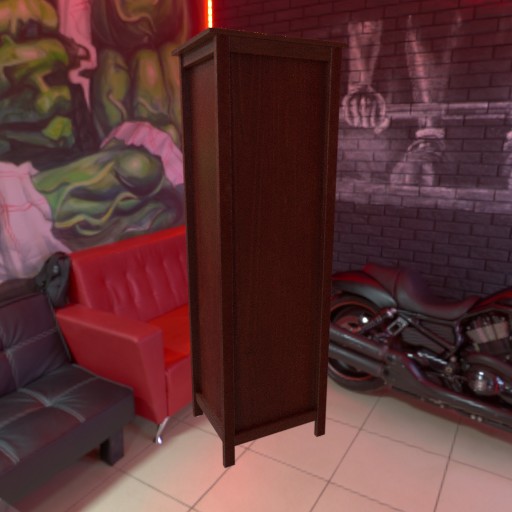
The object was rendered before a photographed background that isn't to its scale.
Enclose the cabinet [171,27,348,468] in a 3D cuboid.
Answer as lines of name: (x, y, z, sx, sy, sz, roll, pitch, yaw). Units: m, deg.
cabinet: (0.000, 0.000, 1.751, 0.500, 1.518, 0.401, -7, 16, -25)
